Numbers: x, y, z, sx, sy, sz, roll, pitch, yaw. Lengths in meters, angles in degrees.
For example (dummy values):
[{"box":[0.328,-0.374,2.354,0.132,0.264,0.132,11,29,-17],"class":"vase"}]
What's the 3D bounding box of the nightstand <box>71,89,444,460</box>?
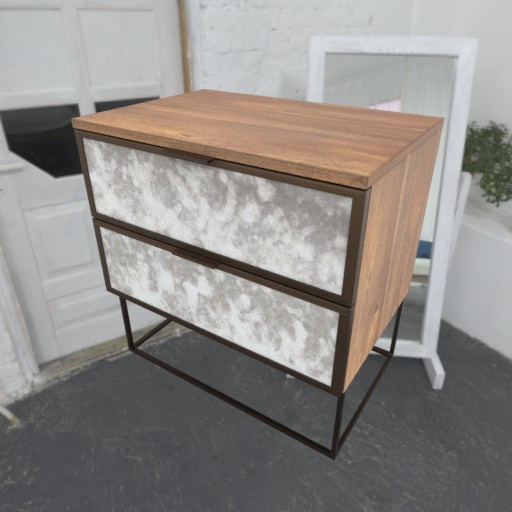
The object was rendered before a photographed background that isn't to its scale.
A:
[{"box":[0.000,0.000,1.009,0.605,0.611,0.427,18,34,29],"class":"nightstand"}]
